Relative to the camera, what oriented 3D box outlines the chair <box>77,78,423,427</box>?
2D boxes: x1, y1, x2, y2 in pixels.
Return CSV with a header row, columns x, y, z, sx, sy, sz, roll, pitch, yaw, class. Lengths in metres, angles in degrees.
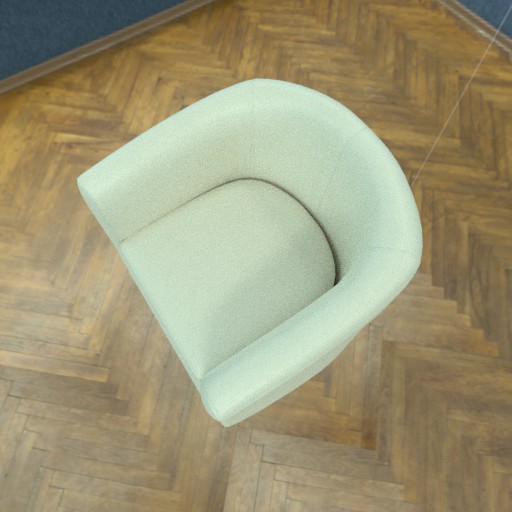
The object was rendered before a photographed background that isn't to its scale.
x,y,z,sx,sy,sz,roll,pitch,yaw,class
0.000,0.000,1.400,0.727,0.756,0.792,-31,68,-14,chair
